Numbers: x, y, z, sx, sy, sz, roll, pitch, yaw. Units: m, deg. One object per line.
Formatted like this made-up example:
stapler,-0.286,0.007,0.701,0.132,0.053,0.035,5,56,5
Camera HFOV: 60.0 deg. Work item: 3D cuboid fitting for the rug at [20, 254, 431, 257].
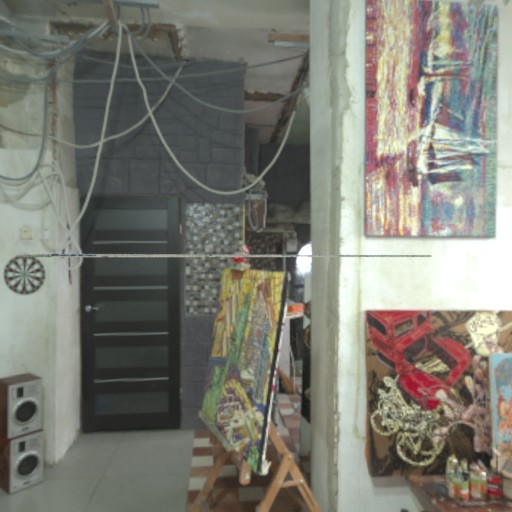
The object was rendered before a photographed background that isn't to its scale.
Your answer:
rug,0.000,0.000,2.670,2.434,0.013,0.770,0,0,-35
